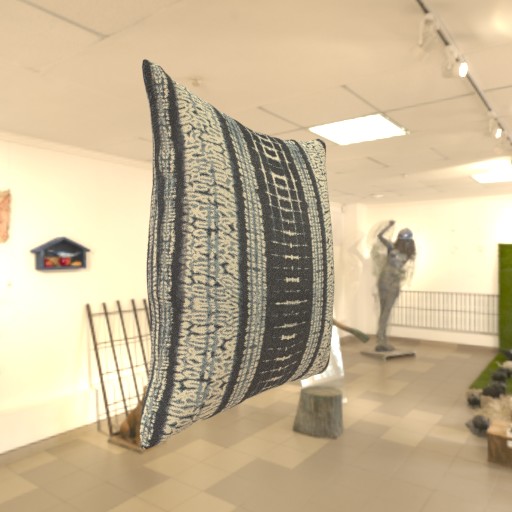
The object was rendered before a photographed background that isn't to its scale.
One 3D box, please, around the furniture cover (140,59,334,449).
[{"bbox_3d":[0.000,0.000,0.659,0.133,0.435,0.425,0,0,36],"label":"furniture cover"}]
